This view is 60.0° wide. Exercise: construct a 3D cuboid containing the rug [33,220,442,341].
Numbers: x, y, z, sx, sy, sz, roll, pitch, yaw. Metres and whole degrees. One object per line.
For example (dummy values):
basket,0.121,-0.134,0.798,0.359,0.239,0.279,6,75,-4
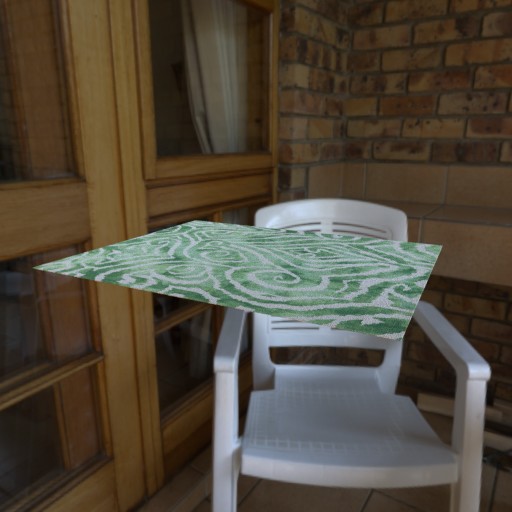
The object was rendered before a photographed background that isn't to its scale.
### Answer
rug,0.000,0.000,4.164,3.045,0.007,2.436,8,17,26
